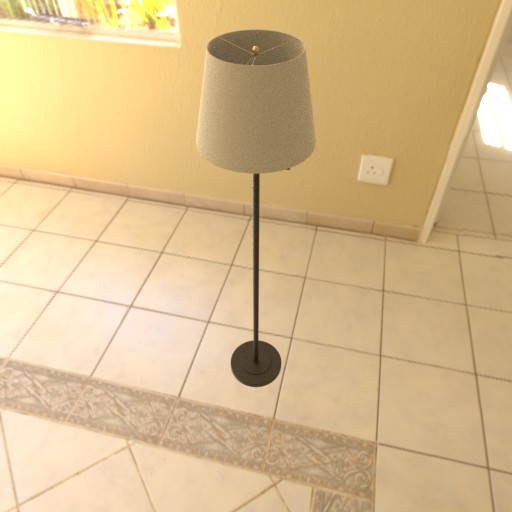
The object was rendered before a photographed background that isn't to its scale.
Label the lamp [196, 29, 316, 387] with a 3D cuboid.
[{"bbox_3d":[0.000,0.000,1.624,0.348,1.473,0.348,3,45,3],"label":"lamp"}]
